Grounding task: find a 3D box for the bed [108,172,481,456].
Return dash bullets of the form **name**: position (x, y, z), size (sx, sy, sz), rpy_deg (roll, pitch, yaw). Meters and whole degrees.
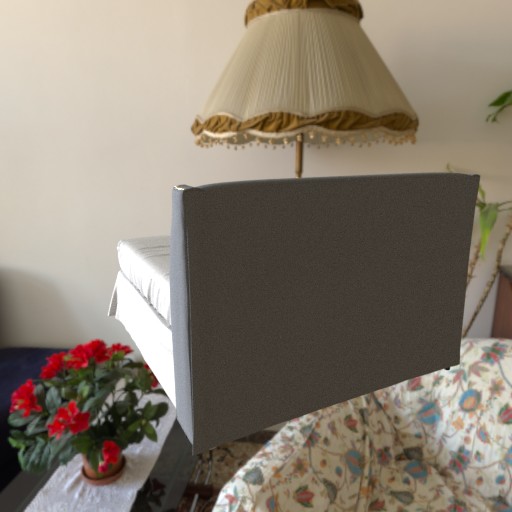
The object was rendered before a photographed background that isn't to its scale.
- **bed**: position (0.000, 0.000, 3.366), size (1.925, 1.332, 2.276), rpy_deg (-7, 16, -27)
